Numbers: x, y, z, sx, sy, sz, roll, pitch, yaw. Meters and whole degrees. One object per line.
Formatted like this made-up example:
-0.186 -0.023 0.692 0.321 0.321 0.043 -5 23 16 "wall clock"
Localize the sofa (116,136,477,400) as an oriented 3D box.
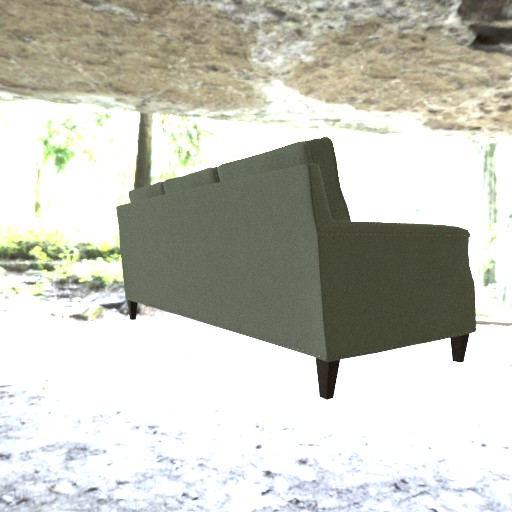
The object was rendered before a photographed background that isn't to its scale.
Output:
0.000 0.000 2.741 1.084 1.003 2.246 -1 2 -35 "sofa"
